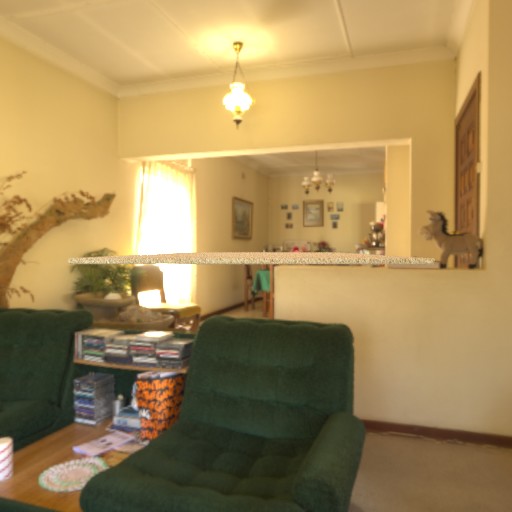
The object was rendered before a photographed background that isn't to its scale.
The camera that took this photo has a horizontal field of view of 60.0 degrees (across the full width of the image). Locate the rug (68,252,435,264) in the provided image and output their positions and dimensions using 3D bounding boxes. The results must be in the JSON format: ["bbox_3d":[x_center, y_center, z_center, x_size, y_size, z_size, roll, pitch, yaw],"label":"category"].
[{"bbox_3d":[0.000,0.000,2.984,1.500,0.025,2.346,0,1,1],"label":"rug"}]
